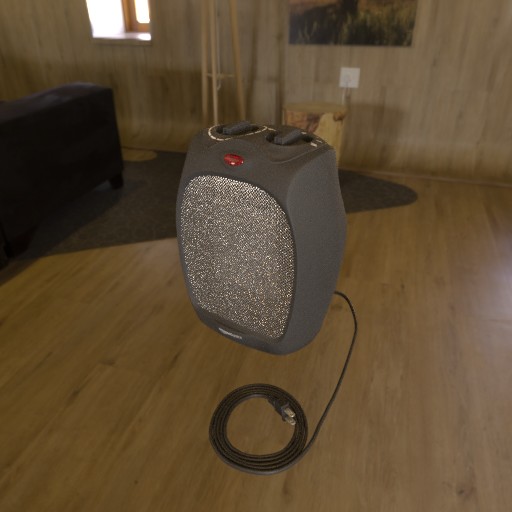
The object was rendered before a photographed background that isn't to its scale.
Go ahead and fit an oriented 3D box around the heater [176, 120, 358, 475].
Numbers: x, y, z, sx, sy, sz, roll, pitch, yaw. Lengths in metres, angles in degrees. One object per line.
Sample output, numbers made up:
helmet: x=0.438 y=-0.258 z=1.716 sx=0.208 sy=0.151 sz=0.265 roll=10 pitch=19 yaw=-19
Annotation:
heater: x=0.000 y=0.000 z=0.462 sx=0.239 sy=0.240 sz=0.291 roll=19 pitch=35 yaw=28
